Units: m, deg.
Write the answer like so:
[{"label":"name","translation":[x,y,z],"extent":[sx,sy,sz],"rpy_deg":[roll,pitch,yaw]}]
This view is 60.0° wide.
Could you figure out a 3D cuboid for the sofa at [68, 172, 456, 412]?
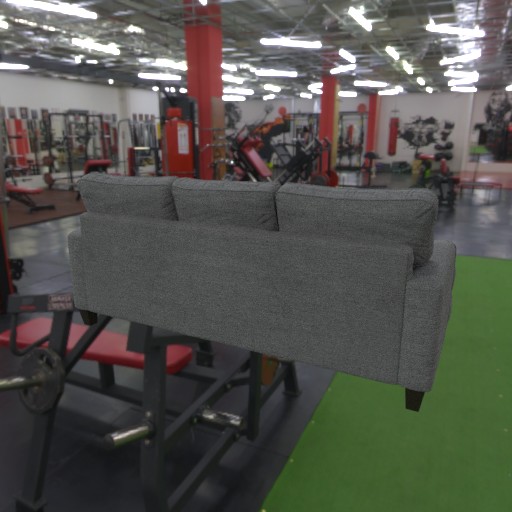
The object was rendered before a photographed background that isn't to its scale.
[{"label":"sofa","translation":[0.000,0.000,2.644],"extent":[2.158,0.965,0.951],"rpy_deg":[8,17,26]}]
